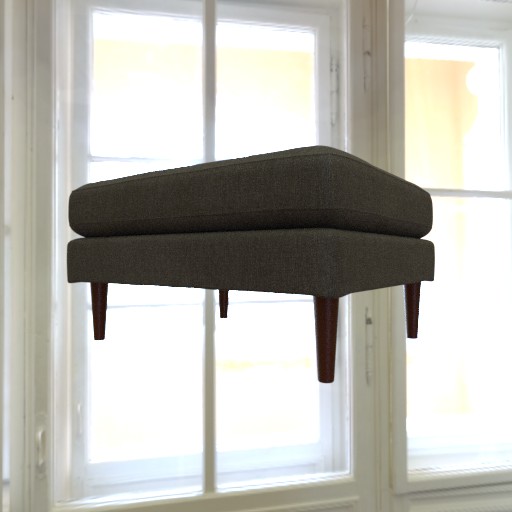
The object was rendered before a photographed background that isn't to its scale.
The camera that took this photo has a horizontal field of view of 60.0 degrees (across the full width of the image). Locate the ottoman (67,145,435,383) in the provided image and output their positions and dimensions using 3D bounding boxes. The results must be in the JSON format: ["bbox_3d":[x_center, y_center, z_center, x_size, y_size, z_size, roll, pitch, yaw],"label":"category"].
[{"bbox_3d":[0.000,0.000,1.267,0.821,0.474,0.693,0,0,36],"label":"ottoman"}]
